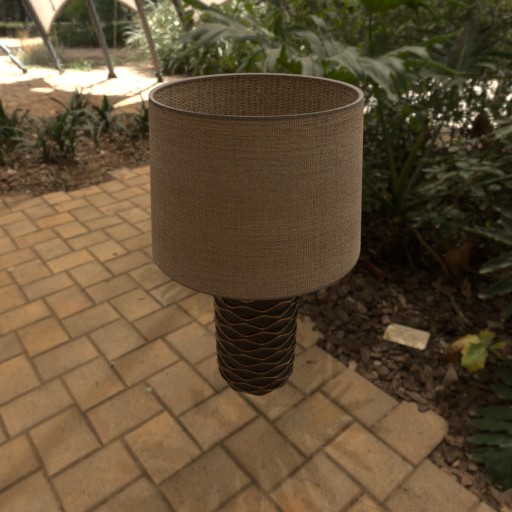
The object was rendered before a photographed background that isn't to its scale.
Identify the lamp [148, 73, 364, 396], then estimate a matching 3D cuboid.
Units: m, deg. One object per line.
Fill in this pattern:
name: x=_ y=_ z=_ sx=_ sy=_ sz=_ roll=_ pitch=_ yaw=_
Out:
lamp: x=0.000 y=0.000 z=0.834 sx=0.376 sy=0.594 sz=0.376 roll=0 pitch=31 yaw=0
